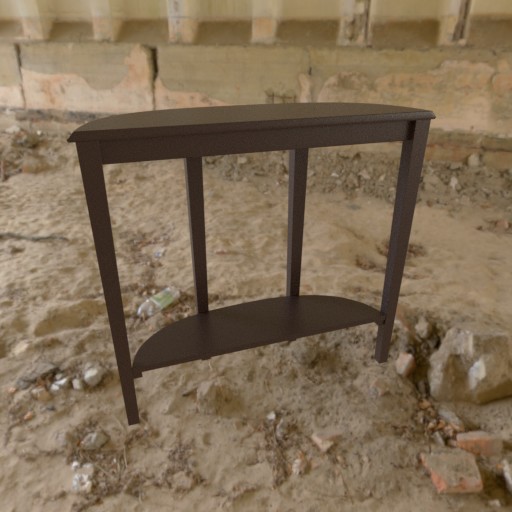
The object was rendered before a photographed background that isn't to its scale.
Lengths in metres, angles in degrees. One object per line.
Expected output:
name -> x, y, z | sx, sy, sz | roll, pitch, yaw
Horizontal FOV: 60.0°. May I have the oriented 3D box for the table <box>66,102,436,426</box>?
table -> 0.000, 0.000, 1.327 | 0.909, 0.831, 0.274 | -9, 28, -17
